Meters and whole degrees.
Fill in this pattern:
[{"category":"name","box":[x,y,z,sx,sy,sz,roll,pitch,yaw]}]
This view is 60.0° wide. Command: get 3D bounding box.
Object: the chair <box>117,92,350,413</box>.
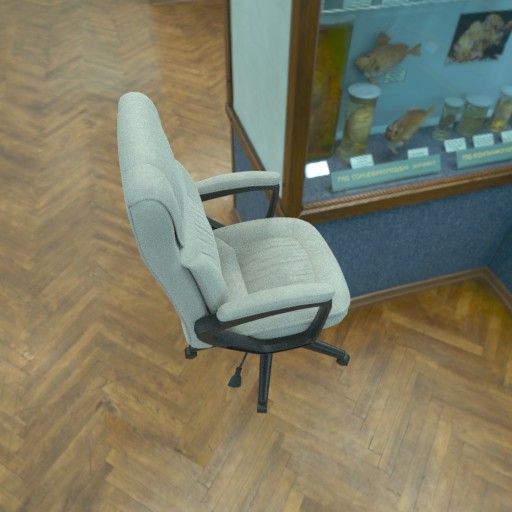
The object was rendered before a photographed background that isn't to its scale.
[{"category":"chair","box":[0.000,0.000,1.551,0.724,1.105,0.667,-10,48,-10]}]
